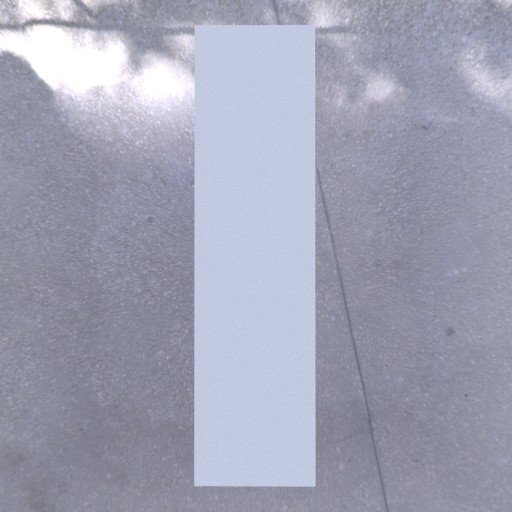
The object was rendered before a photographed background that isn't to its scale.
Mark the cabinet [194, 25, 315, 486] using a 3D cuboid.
[{"bbox_3d":[0.000,0.000,1.844,0.380,0.900,1.450,0,90,0],"label":"cabinet"}]
